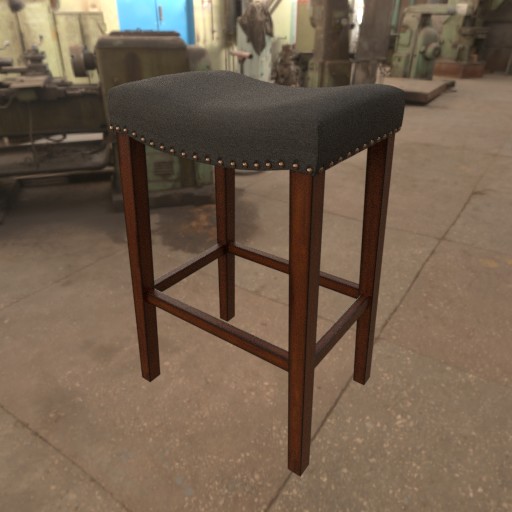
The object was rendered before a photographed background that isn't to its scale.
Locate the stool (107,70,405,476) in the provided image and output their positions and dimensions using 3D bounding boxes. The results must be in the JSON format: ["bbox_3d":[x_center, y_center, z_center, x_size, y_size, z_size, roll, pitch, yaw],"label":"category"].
[{"bbox_3d":[0.000,0.000,1.025,0.502,0.760,0.366,19,34,31],"label":"stool"}]
